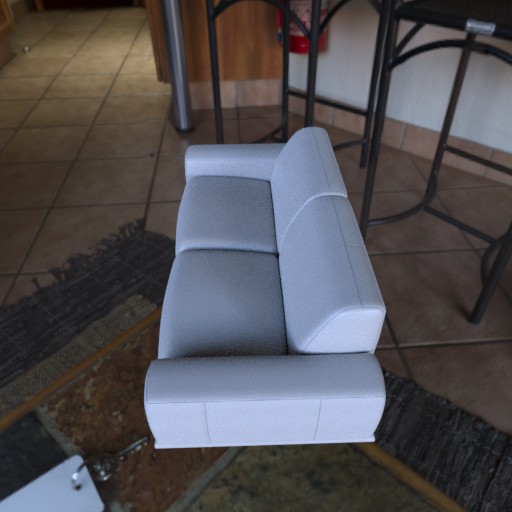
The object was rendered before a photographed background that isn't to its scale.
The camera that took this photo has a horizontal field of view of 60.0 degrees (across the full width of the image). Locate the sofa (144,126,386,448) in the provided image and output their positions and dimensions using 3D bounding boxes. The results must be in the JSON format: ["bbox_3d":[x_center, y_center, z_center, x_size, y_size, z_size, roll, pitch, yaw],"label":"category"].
[{"bbox_3d":[0.000,0.000,2.344,0.900,0.772,1.901,-1,42,-1],"label":"sofa"}]
